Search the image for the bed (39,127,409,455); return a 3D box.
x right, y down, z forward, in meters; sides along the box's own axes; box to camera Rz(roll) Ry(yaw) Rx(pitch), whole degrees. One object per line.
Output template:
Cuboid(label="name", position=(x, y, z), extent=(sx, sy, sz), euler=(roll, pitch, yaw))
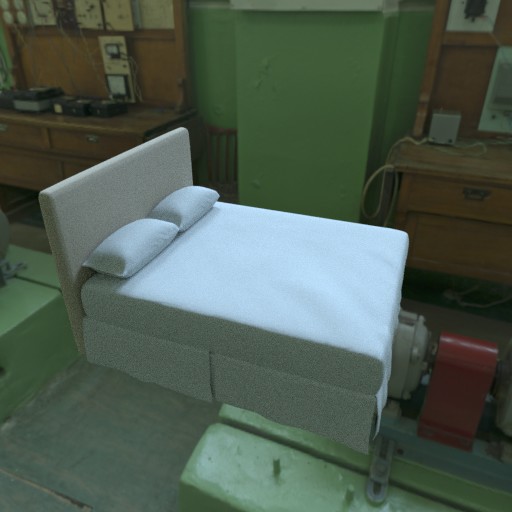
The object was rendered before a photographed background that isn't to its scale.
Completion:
Cuboid(label="bed", position=(0.000, 0.000, 3.247), extent=(2.142, 1.330, 1.748), euler=(11, 32, 18))
